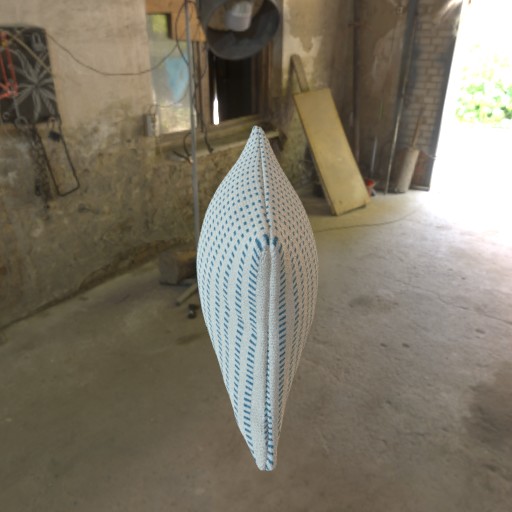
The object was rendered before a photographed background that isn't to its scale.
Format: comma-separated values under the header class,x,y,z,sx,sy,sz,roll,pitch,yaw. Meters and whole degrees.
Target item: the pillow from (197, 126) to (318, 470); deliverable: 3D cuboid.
class,x,y,z,sx,sy,sz,roll,pitch,yaw
pillow,0.000,0.000,0.811,0.210,0.353,0.640,0,27,-1
